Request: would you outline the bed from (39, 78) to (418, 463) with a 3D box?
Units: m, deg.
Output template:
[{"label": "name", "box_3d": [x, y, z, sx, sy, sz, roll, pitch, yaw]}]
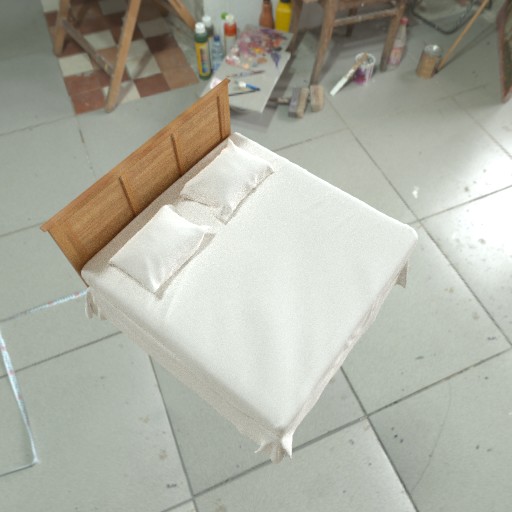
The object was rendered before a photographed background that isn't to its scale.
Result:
[{"label": "bed", "box_3d": [0.000, 0.000, 3.651, 2.215, 1.270, 2.317, 33, 64, 18]}]
